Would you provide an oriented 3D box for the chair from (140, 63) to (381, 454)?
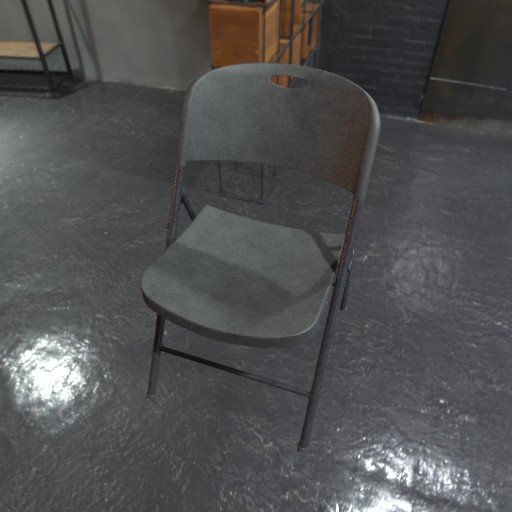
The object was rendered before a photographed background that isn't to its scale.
[{"bbox_3d":[0.000,0.000,1.172,0.494,0.810,0.566,14,44,15],"label":"chair"}]
